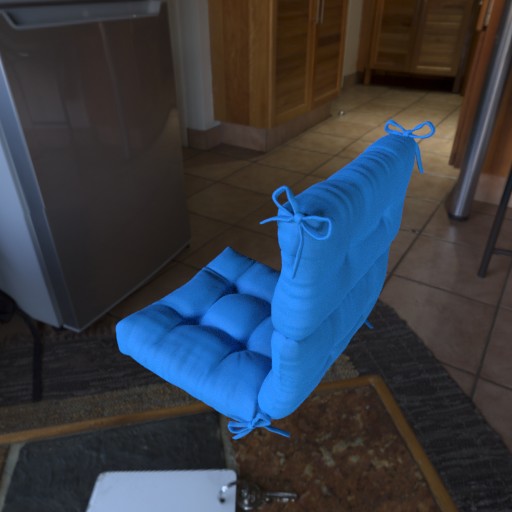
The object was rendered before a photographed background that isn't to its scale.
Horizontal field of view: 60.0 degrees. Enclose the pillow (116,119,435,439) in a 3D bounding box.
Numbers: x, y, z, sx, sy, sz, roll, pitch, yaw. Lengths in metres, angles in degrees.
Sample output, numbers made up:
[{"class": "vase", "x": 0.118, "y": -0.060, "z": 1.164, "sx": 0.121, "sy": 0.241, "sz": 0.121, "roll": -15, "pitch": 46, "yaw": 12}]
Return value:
[{"class": "pillow", "x": 0.000, "y": 0.000, "z": 1.027, "sx": 0.571, "sy": 0.605, "sz": 0.519, "roll": 21, "pitch": 38, "yaw": 29}]
